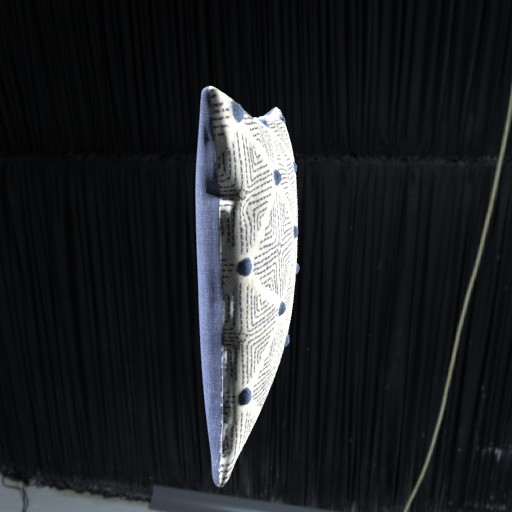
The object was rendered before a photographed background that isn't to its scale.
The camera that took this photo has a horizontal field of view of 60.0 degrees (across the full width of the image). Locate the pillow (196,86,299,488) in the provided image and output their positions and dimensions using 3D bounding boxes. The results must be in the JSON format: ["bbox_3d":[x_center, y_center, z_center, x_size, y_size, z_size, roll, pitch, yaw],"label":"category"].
[{"bbox_3d":[0.000,0.000,0.767,0.145,0.510,0.510,3,16,10],"label":"pillow"}]
